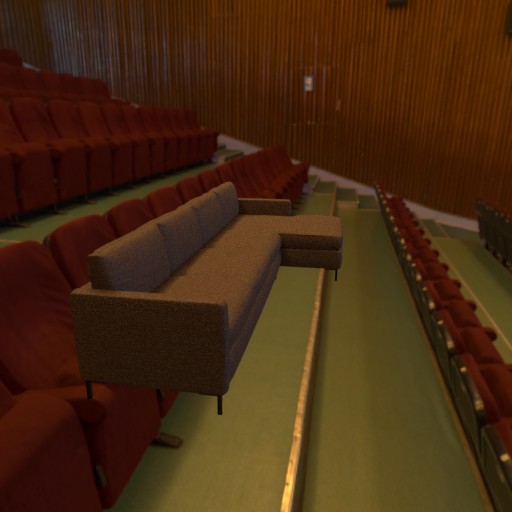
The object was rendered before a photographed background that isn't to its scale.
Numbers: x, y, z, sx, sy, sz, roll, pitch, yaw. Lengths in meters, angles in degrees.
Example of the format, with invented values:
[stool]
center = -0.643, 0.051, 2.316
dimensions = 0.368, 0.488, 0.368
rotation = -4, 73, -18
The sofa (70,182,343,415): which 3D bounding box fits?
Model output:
[sofa]
center = 0.000, 0.000, 3.803
dimensions = 1.483, 0.892, 3.221
rotation = 3, 17, 10
